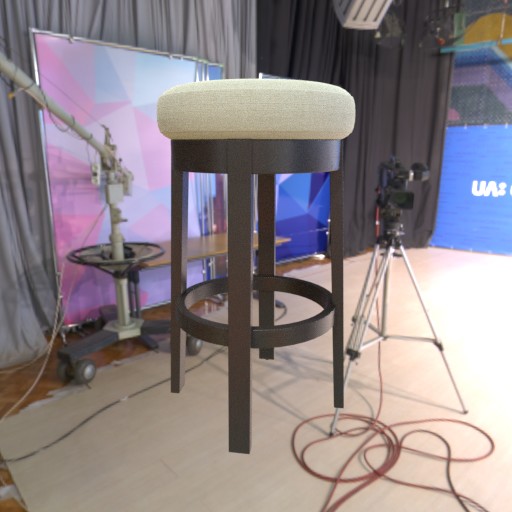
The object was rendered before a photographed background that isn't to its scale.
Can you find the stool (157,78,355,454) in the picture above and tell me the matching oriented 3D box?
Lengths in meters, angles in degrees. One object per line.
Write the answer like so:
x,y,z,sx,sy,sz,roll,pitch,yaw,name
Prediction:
0.000,0.000,1.057,0.446,0.758,0.446,0,14,0,stool
